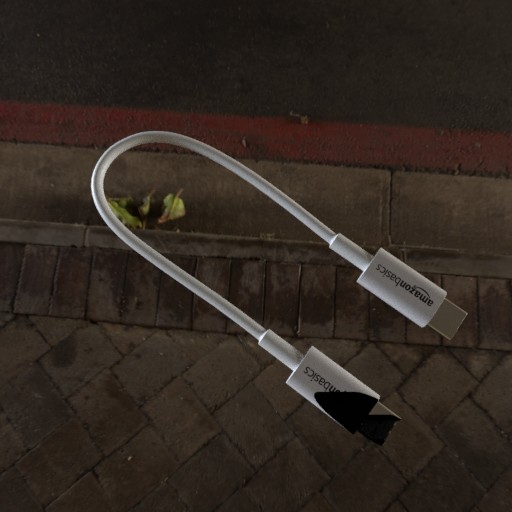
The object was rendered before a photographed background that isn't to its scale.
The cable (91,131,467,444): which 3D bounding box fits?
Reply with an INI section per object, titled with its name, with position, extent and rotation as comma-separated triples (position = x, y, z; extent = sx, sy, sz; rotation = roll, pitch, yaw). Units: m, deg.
[cable]
position = 0.000, 0.000, 0.111
extent = 0.098, 0.005, 0.041
rotation = 36, 78, 9
